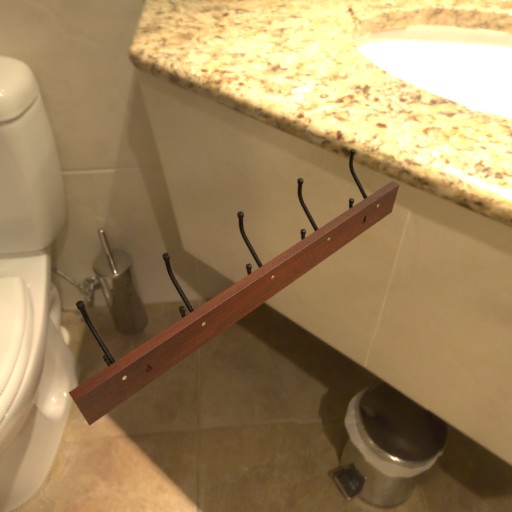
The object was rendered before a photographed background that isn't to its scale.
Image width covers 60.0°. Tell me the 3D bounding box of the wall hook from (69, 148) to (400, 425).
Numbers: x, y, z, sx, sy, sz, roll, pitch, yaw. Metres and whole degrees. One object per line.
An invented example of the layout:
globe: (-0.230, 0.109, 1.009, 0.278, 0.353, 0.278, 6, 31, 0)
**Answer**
wall hook: (0.000, 0.000, 0.617, 0.571, 0.117, 0.071, -32, 54, -28)
